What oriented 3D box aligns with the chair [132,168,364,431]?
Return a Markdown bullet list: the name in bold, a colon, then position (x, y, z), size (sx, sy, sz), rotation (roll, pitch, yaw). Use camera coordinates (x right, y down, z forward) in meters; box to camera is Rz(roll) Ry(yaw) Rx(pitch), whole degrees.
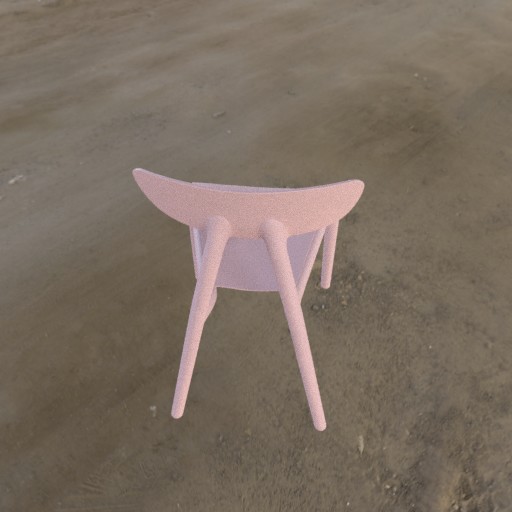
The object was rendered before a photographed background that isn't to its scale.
- **chair**: position (0.000, 0.000, 0.837), size (0.356, 0.580, 0.401), rotation (4, 46, 3)
